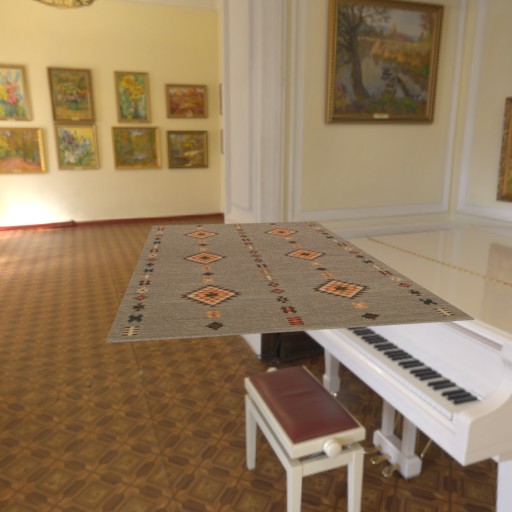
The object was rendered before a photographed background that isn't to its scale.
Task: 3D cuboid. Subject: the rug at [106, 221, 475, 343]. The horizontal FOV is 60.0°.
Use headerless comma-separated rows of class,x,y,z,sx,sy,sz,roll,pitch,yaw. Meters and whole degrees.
rug,0.000,0.000,2.938,1.515,0.007,2.427,-2,15,-8
